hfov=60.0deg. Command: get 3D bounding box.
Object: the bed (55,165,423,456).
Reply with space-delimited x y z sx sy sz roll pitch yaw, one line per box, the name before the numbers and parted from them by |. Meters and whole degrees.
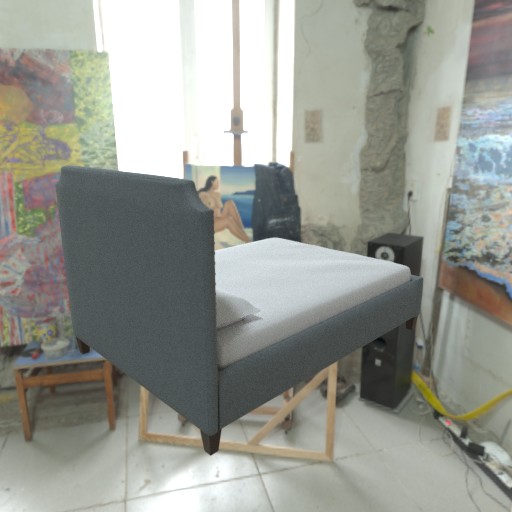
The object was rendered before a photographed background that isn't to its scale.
bed | 0.000 0.000 3.476 2.372 1.443 1.712 -14 21 -42
